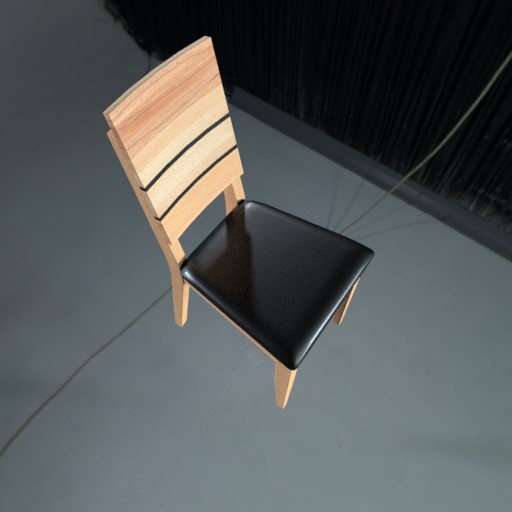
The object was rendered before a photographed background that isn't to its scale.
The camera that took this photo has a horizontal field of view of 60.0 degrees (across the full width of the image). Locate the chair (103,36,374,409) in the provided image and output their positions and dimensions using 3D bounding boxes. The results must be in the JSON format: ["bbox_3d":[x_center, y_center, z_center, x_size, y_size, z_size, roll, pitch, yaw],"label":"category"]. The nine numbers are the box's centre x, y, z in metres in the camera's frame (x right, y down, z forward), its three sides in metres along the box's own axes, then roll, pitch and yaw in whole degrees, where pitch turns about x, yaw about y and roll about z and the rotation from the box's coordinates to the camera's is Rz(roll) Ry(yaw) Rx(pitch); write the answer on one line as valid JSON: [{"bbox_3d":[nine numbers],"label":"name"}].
[{"bbox_3d":[0.000,0.000,1.203,0.520,0.940,0.410,32,63,18],"label":"chair"}]
